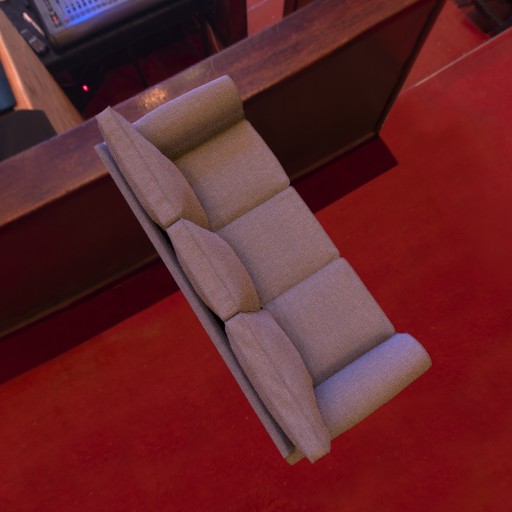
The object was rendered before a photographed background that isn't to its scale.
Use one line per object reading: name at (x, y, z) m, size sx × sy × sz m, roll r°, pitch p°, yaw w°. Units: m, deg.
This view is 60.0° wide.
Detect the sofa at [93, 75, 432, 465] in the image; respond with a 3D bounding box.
sofa at (0.000, 0.000, 2.607) m, size 0.916 × 0.961 × 2.084 m, roll -32°, pitch 79°, yaw -7°
